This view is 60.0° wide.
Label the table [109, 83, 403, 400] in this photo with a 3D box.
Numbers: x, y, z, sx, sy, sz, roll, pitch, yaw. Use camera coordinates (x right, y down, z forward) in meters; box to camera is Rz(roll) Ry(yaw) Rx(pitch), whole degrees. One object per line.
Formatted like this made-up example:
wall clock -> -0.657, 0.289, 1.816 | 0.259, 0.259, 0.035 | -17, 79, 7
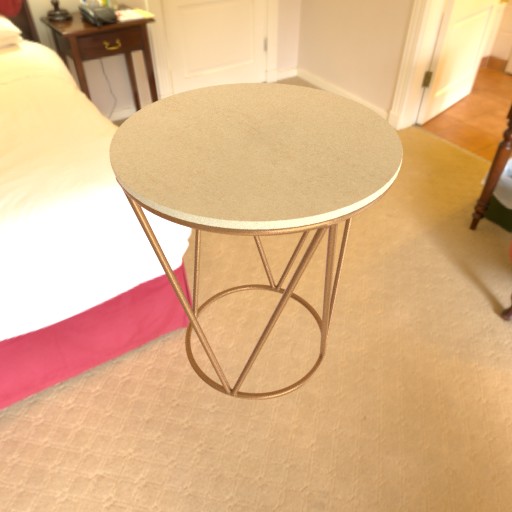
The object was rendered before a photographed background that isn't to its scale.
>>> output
table -> 0.000, 0.000, 0.963 | 0.500, 0.564, 0.500 | 0, 42, 0
